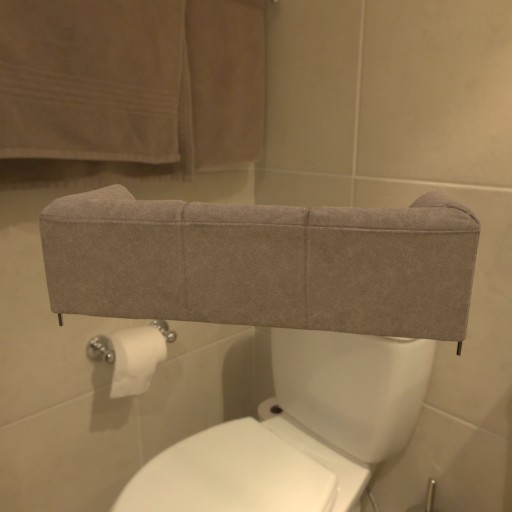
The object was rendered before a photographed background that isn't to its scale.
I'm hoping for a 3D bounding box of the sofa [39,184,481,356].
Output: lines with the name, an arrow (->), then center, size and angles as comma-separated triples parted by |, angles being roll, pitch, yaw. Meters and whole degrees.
sofa -> 0.000, 0.000, 2.644 | 2.238, 0.758, 0.899 | 3, 16, 9
